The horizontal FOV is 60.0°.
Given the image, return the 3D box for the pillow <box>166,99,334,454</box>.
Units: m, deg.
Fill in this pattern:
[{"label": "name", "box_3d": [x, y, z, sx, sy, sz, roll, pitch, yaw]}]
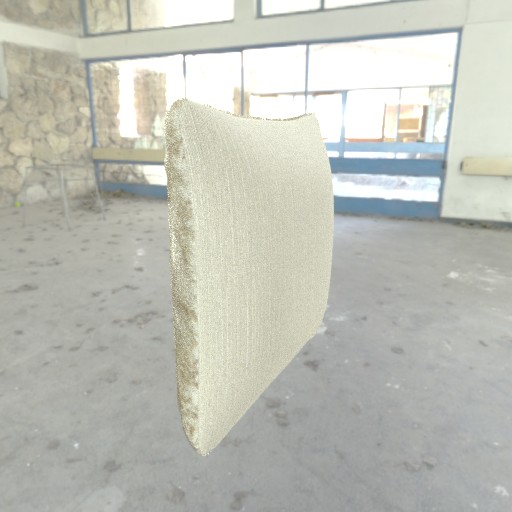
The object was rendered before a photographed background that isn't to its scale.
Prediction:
[{"label": "pillow", "box_3d": [0.000, 0.000, 0.816, 0.216, 0.525, 0.538, 7, 17, 25]}]
